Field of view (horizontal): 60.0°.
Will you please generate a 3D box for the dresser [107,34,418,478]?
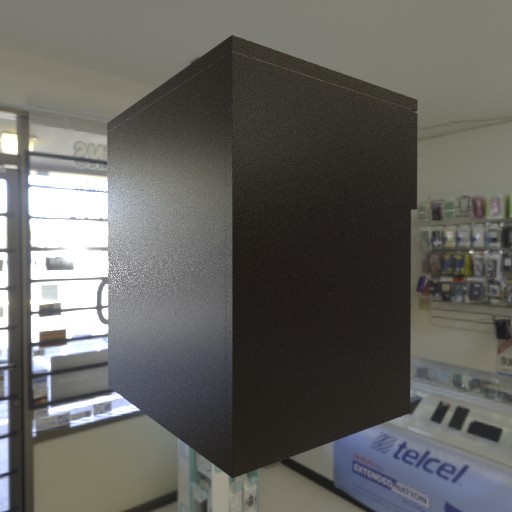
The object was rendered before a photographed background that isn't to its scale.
[{"bbox_3d":[0.000,0.000,0.735,0.360,0.470,0.400,0,1,-37],"label":"dresser"}]
